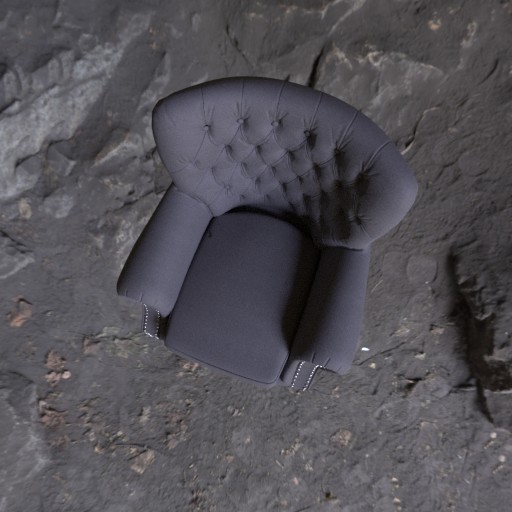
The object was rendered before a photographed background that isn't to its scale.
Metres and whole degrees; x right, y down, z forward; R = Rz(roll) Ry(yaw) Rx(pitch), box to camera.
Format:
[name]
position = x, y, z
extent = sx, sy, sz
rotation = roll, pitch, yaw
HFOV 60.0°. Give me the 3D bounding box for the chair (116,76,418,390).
[chair]
position = 0.000, 0.000, 1.828
extent = 0.983, 1.046, 0.983
rotation = 19, 76, 5
